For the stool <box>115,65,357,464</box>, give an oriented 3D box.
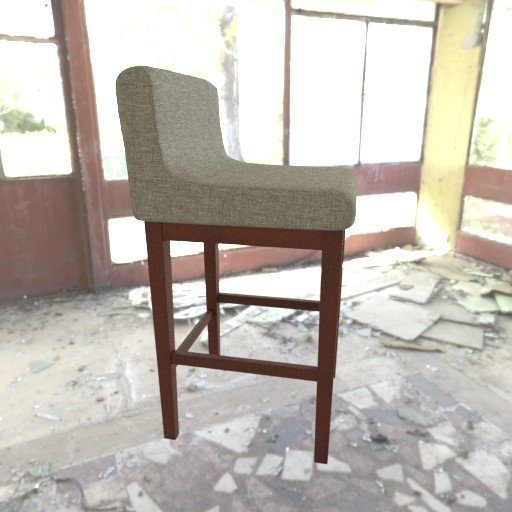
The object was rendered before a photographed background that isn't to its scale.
[{"bbox_3d":[0.000,0.000,1.078,0.459,0.835,0.417,4,18,12],"label":"stool"}]
